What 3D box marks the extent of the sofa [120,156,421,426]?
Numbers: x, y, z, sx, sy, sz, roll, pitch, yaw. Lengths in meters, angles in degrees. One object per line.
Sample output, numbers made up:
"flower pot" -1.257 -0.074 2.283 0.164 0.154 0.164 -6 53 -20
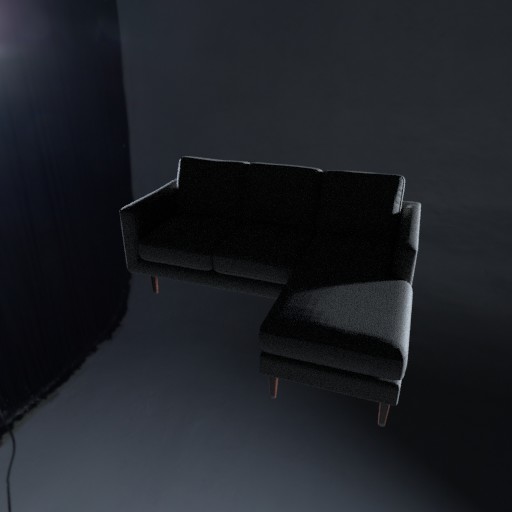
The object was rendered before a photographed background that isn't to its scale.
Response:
"sofa" 0.000 0.000 3.022 2.055 0.957 1.667 9 27 18
